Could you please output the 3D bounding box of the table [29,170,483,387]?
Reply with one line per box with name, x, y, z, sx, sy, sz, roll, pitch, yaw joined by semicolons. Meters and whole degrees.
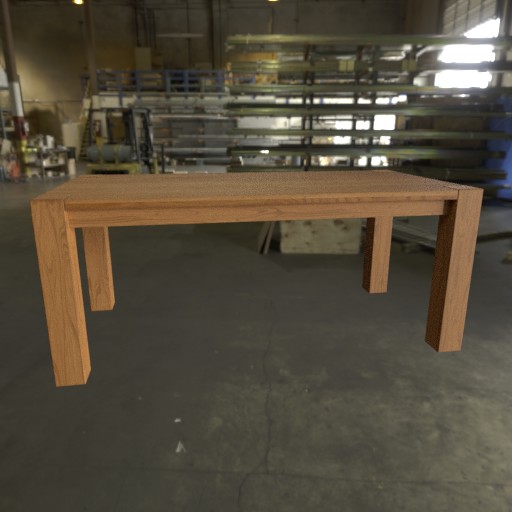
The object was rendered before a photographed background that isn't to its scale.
table;0.000;0.000;2.260;1.800;0.760;0.900;-3;16;-9
